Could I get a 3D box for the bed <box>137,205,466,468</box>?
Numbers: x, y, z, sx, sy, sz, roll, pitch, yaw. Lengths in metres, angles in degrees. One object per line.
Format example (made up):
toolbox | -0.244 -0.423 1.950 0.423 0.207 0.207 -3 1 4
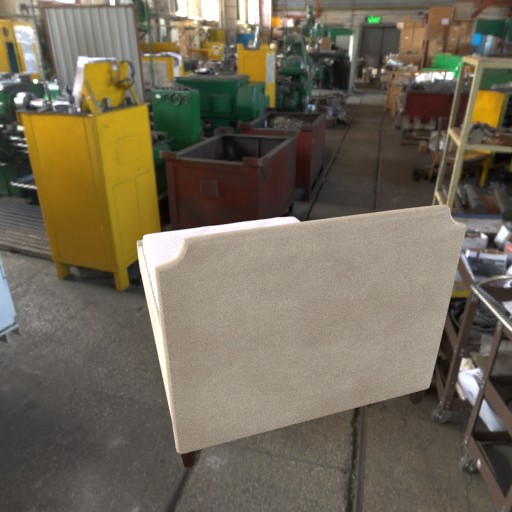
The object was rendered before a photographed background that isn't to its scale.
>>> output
bed | 0.000 0.000 3.451 1.712 1.443 2.372 -8 27 -16
